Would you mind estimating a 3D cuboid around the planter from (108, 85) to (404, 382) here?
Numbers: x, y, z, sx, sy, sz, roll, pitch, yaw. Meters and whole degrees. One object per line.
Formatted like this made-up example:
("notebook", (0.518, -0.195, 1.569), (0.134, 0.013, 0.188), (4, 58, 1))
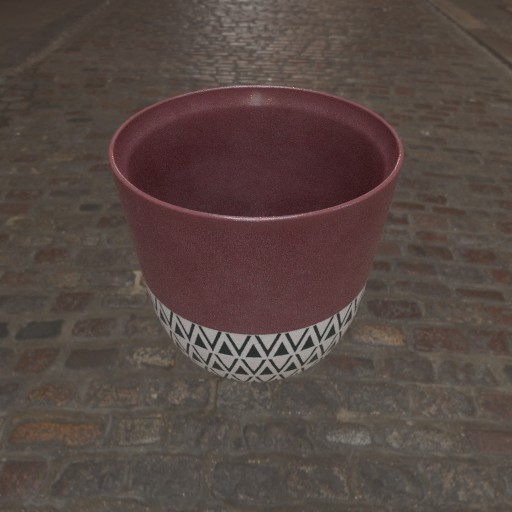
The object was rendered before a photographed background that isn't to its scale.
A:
("planter", (0.000, 0.000, 0.370), (0.195, 0.214, 0.195), (0, 40, 0))
